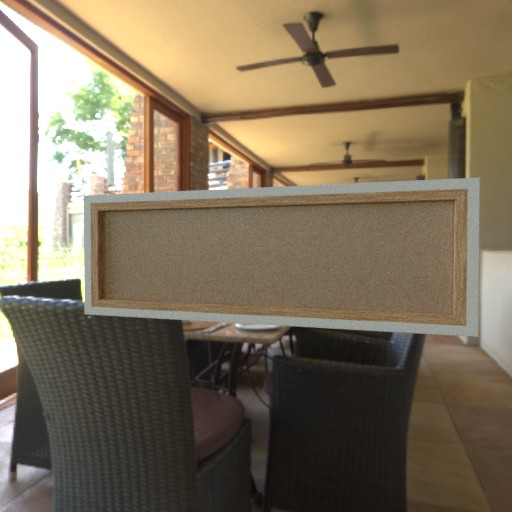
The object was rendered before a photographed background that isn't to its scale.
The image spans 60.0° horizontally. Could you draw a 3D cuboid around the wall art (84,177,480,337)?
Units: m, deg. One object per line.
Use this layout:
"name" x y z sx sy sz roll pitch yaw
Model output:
"wall art" 0.000 0.000 0.844 0.763 0.255 0.038 0 1 18
